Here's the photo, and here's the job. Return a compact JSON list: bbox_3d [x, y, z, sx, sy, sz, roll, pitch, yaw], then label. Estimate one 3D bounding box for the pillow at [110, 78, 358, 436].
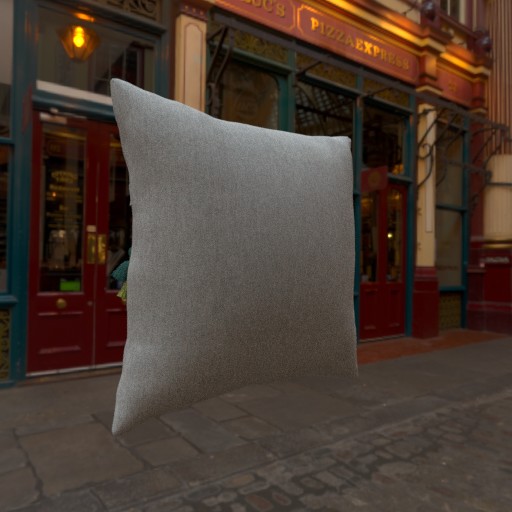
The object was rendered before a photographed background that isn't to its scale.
[{"bbox_3d":[0.000,0.000,0.664,0.433,0.436,0.173,1,-2,-36],"label":"pillow"}]
